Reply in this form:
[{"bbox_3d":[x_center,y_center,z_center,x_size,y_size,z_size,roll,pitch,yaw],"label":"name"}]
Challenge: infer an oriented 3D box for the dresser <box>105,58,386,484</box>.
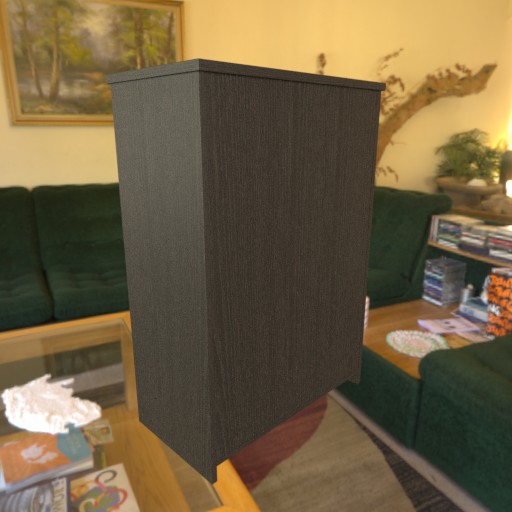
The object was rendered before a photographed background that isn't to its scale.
[{"bbox_3d":[0.000,0.000,1.372,0.704,1.020,0.399,-15,22,-42],"label":"dresser"}]
